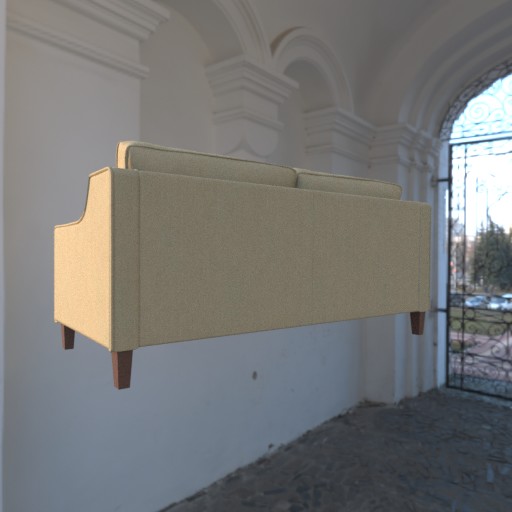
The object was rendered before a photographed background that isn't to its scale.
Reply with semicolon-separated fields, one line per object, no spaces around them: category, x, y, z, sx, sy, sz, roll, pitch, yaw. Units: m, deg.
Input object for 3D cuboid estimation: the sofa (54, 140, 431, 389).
sofa;0.000;0.000;2.804;2.178;1.071;1.066;0;0;-36
